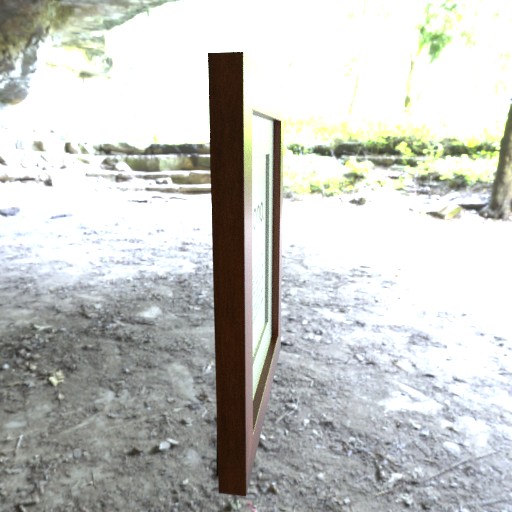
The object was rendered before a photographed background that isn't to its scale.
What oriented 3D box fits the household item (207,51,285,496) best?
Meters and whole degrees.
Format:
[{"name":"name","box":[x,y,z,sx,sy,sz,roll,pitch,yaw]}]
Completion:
[{"name":"household item","box":[0.000,0.000,0.335,0.020,0.250,0.200,2,15,9]}]
